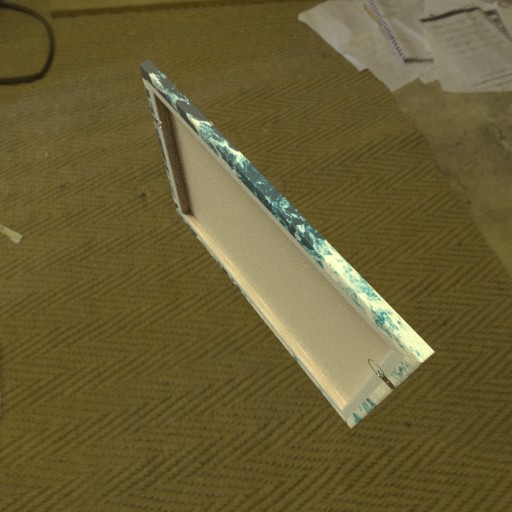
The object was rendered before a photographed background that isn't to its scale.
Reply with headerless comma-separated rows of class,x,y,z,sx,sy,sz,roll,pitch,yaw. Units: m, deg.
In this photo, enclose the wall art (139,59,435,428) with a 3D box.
wall art,0.000,0.000,1.912,0.055,1.017,1.524,-33,65,-18
